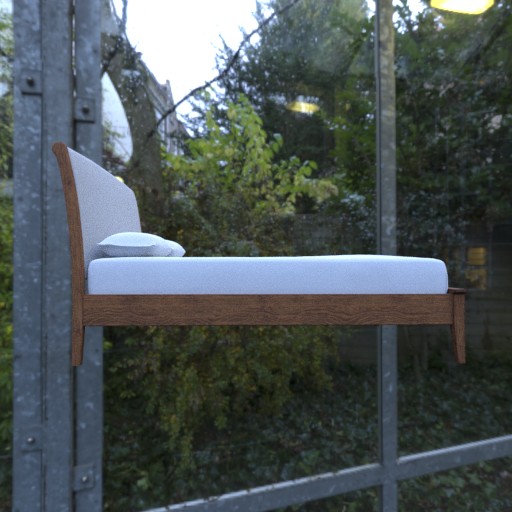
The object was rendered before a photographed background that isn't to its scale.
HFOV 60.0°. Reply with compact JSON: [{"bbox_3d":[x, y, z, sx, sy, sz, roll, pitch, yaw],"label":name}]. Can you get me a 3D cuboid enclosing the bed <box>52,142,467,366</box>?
[{"bbox_3d":[0.000,0.000,2.983,2.108,1.135,1.502,0,-1,-2],"label":"bed"}]
